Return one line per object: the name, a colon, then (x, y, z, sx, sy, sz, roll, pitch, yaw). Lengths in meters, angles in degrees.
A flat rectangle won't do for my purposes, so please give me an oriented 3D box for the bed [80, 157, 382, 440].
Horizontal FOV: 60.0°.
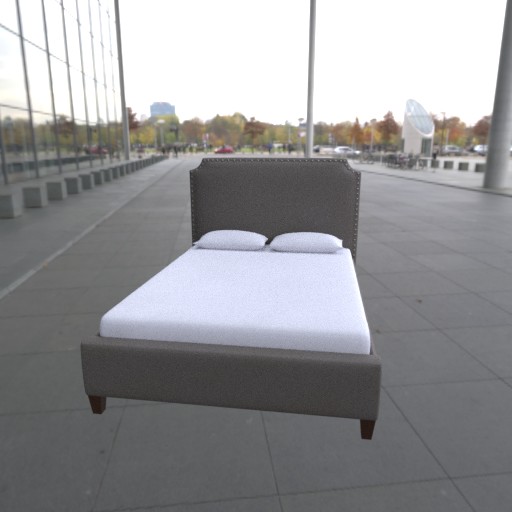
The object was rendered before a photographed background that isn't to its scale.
bed: (0.000, 0.000, 3.465, 1.712, 1.443, 2.372, 2, 14, 8)
